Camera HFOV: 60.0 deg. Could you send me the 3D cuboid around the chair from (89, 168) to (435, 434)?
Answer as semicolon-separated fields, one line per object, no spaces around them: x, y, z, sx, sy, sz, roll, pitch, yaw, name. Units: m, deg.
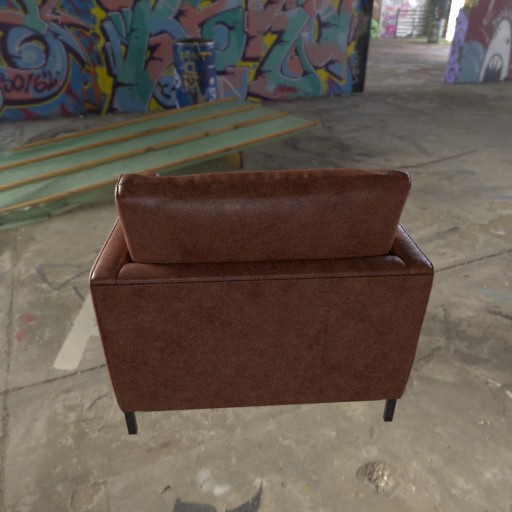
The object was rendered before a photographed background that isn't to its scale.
0.000;0.000;1.635;0.967;0.869;0.862;-2;30;-3;chair
